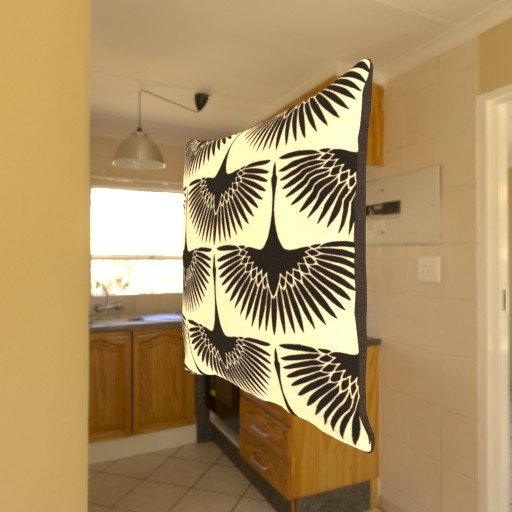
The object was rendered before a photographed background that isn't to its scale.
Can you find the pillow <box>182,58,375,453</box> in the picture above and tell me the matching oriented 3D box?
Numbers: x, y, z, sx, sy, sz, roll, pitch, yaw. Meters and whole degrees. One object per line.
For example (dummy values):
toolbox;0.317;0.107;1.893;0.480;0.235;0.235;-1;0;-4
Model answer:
pillow;0.000;0.000;0.658;0.139;0.432;0.432;0;0;-36
